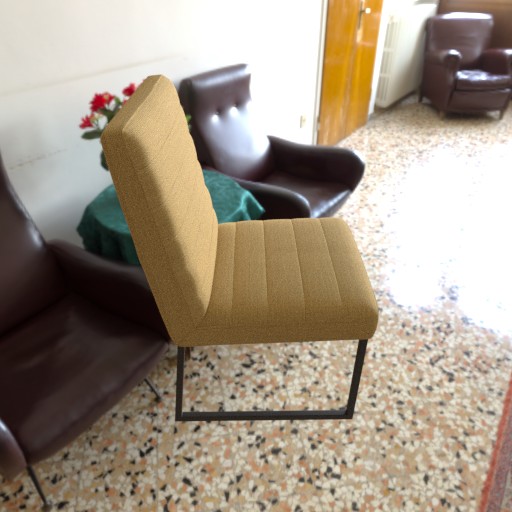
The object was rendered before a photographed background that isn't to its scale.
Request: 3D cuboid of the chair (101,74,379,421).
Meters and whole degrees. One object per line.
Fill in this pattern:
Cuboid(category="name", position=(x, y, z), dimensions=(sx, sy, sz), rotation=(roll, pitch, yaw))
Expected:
Cuboid(category="chair", position=(0.000, 0.000, 1.315), dimensions=(0.634, 0.930, 0.520), rotation=(0, 34, -1))
